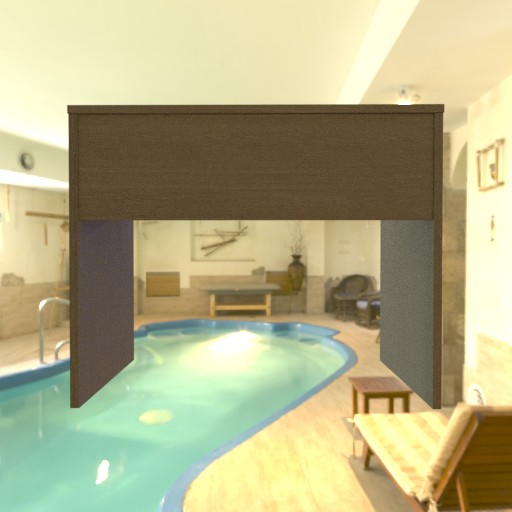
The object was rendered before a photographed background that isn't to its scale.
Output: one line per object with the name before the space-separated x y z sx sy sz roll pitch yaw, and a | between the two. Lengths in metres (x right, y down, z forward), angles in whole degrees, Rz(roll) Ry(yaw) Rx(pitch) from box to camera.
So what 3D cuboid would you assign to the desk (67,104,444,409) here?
desk | 0.000 0.000 1.302 0.893 0.724 0.498 0 1 0
